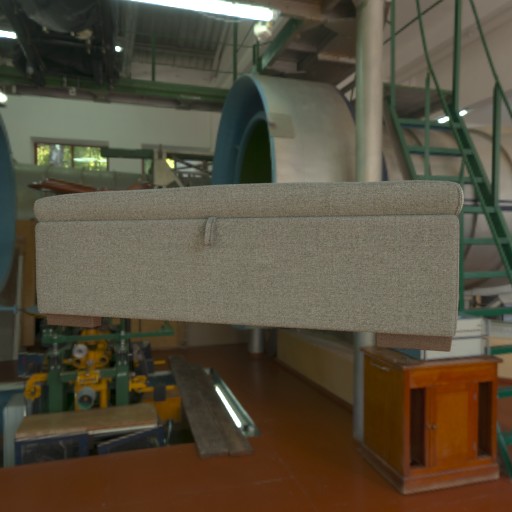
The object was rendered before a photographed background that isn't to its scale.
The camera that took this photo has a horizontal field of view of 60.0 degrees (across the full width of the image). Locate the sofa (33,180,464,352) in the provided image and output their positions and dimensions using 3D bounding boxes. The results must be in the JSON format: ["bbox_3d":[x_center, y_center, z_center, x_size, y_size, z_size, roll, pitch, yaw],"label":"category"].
[{"bbox_3d":[0.000,0.000,1.576,1.250,0.434,0.817,1,2,17],"label":"sofa"}]
